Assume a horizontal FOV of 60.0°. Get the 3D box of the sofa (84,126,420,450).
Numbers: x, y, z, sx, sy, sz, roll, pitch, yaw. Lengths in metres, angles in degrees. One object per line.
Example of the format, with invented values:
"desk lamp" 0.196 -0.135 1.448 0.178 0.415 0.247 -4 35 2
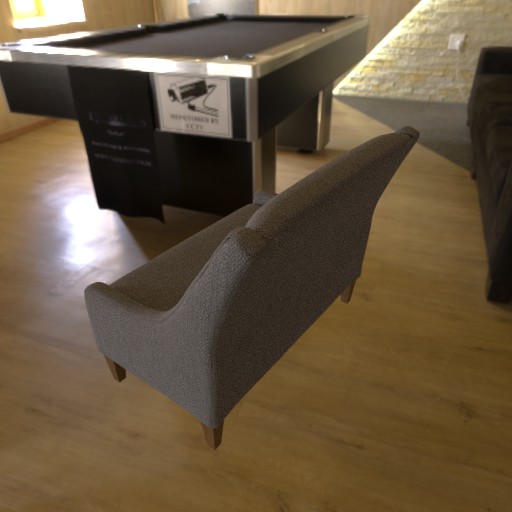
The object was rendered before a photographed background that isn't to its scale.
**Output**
"sofa" 0.000 0.000 1.965 0.873 1.022 1.242 22 38 30
